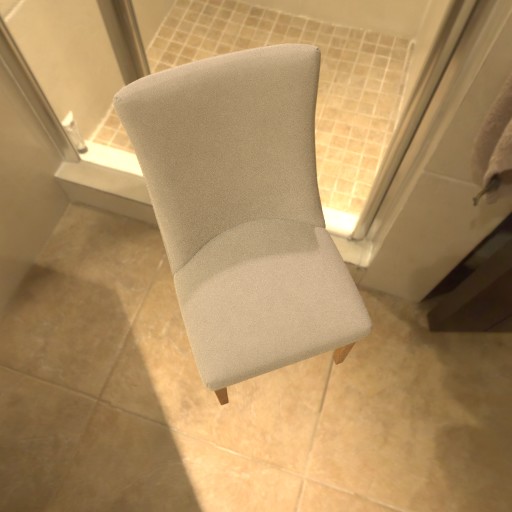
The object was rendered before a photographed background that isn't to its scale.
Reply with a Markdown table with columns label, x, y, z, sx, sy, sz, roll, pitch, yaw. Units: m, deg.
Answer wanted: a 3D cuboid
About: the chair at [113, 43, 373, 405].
| label | x | y | z | sx | sy | sz | roll | pitch | yaw |
| --- | --- | --- | --- | --- | --- | --- | --- | --- | --- |
| chair | 0.000 | 0.000 | 1.260 | 0.495 | 0.902 | 0.610 | -17 | 65 | -8 |
